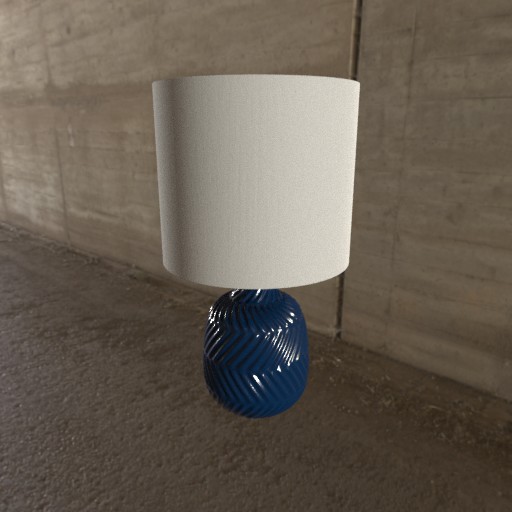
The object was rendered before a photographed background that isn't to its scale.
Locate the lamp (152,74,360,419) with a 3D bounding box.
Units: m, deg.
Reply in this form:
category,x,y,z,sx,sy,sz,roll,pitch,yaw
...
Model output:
category,x,y,z,sx,sy,sz,roll,pitch,yaw
lamp,0.000,0.000,0.494,0.203,0.368,0.203,2,17,8
